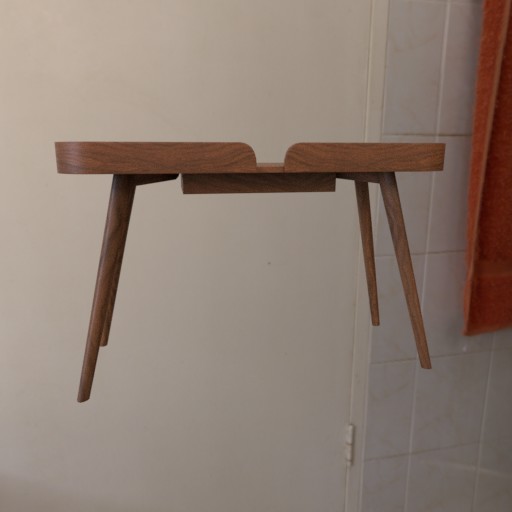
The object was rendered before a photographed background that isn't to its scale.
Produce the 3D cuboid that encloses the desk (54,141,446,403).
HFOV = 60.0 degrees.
[{"bbox_3d":[0.000,0.000,1.630,1.256,0.800,0.486,-2,13,-10],"label":"desk"}]
